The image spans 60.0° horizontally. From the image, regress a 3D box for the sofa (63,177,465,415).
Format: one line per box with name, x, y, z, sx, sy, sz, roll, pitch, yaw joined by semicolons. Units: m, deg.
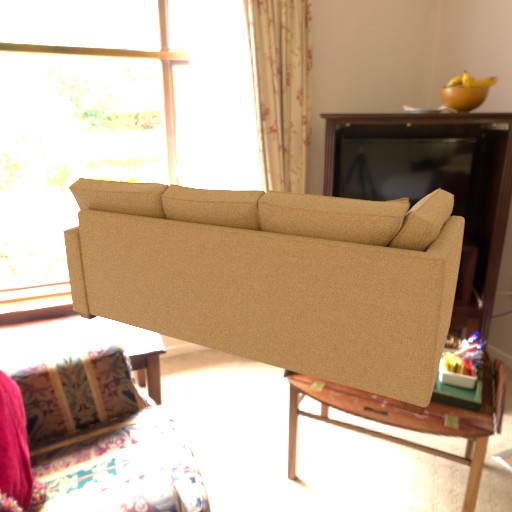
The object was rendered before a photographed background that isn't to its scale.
sofa;0.000;0.000;2.830;2.317;0.962;1.061;9;19;27
